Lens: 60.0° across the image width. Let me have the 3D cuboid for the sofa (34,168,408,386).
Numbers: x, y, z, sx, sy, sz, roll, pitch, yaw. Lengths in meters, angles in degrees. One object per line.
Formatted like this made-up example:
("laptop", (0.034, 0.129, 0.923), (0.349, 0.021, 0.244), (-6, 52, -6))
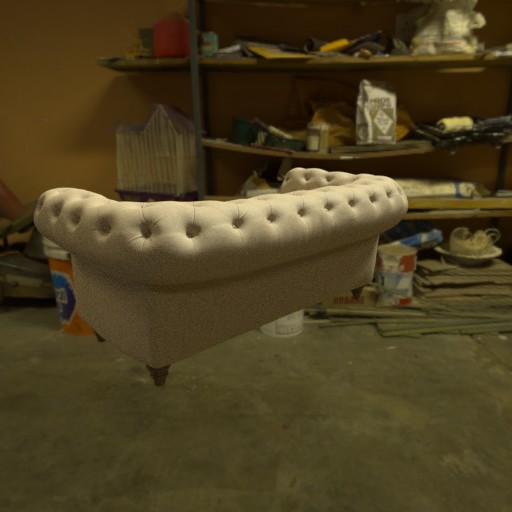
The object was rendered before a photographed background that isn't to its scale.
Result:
("sofa", (0.000, 0.000, 2.480), (1.988, 0.835, 1.069), (-15, 21, -41))
